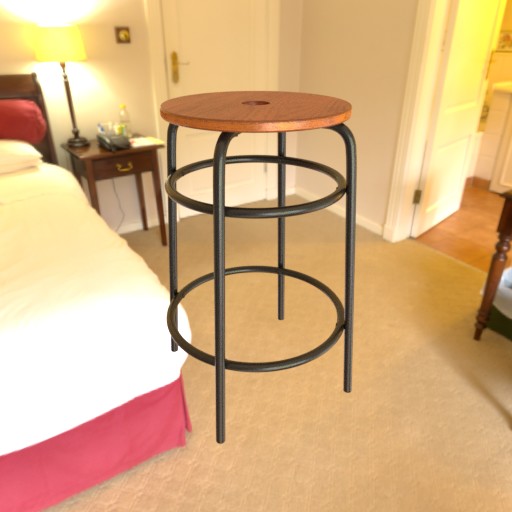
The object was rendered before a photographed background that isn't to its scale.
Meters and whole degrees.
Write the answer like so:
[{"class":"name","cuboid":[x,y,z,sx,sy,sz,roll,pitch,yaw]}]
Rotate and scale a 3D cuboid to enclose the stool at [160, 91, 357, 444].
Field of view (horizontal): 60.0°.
[{"class":"stool","cuboid":[0.000,0.000,0.924,0.455,0.610,0.455,9,29,17]}]
